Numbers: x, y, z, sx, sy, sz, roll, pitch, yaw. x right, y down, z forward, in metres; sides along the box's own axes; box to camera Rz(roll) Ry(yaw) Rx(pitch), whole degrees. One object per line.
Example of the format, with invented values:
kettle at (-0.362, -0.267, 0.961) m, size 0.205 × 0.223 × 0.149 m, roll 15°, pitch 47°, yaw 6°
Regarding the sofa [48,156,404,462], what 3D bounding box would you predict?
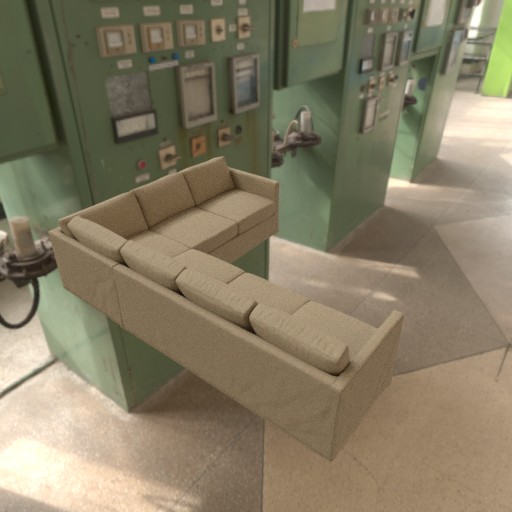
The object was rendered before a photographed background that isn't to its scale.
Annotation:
sofa at (0.000, 0.000, 4.314) m, size 3.182 × 0.871 × 2.432 m, roll 22°, pitch 38°, yaw 32°
